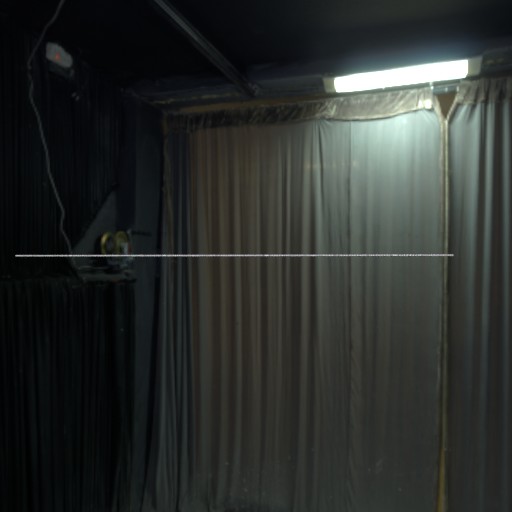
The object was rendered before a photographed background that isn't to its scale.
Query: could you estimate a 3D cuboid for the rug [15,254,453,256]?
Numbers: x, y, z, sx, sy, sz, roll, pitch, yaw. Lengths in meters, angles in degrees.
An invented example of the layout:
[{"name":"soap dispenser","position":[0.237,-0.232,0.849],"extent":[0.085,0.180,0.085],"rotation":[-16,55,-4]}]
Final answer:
[{"name":"rug","position":[0.000,0.000,4.030],"extent":[3.035,0.008,2.425],"rotation":[0,0,18]}]
